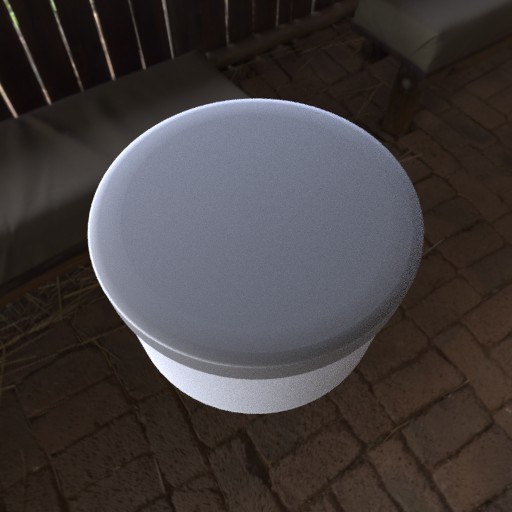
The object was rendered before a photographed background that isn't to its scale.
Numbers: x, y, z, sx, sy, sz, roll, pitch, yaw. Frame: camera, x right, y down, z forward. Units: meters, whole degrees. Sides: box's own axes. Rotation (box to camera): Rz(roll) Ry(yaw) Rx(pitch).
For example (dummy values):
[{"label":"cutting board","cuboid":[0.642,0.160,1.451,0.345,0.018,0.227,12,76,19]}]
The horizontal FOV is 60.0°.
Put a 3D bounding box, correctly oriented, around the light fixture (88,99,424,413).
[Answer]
[{"label":"light fixture","cuboid":[0.000,0.000,0.622,0.393,0.229,0.393,0,58,0]}]
